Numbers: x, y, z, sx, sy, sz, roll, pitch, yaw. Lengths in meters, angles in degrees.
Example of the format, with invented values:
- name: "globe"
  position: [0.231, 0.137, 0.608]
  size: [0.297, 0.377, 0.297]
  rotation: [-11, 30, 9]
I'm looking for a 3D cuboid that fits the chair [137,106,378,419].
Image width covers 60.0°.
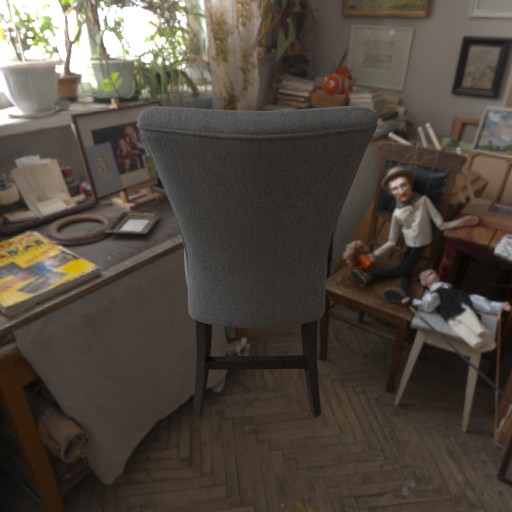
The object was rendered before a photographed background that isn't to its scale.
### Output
- name: "chair"
  position: [0.000, 0.000, 1.398]
  size: [0.520, 0.991, 0.660]
  rotation: [0, 29, -1]
